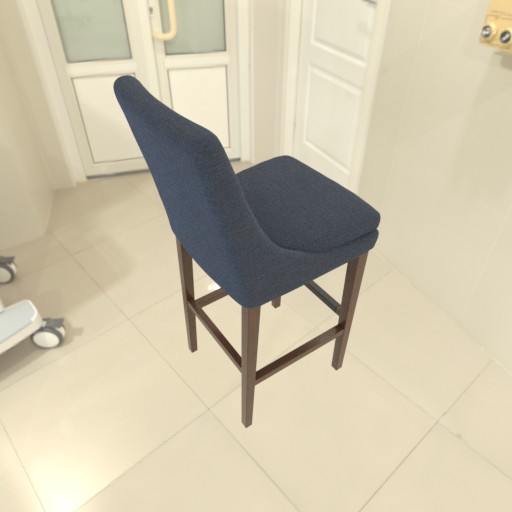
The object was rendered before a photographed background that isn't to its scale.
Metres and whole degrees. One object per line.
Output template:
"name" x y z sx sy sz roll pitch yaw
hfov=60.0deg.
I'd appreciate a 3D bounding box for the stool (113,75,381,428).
"stool" 0.000 0.000 1.371 0.577 1.078 0.470 -24 46 -26
